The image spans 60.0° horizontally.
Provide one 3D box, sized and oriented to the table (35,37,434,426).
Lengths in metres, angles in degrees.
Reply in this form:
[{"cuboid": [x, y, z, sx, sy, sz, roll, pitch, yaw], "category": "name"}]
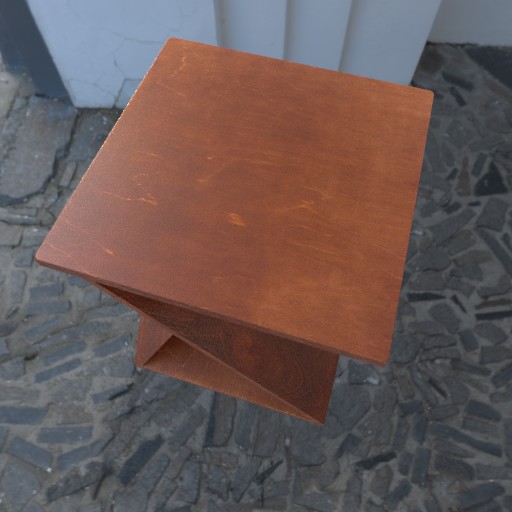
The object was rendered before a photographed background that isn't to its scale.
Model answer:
[{"cuboid": [0.000, 0.000, 0.827, 0.427, 0.520, 0.427, 15, 63, 8], "category": "table"}]
